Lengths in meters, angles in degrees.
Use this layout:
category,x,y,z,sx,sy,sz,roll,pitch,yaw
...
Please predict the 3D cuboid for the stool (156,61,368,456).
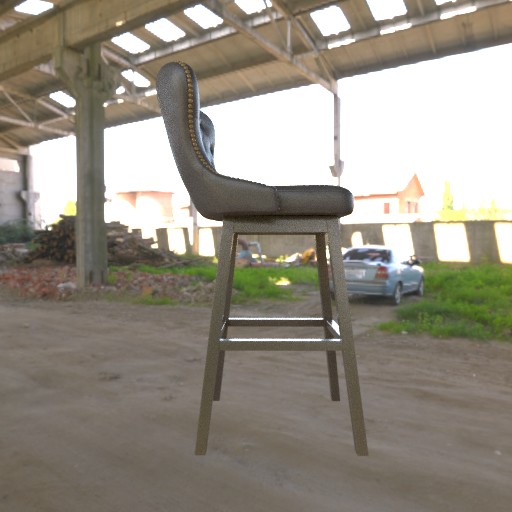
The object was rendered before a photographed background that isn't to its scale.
category,x,y,z,sx,sy,sz,roll,pitch,yaw
stool,0.000,0.000,1.385,0.601,1.050,0.528,0,1,0
